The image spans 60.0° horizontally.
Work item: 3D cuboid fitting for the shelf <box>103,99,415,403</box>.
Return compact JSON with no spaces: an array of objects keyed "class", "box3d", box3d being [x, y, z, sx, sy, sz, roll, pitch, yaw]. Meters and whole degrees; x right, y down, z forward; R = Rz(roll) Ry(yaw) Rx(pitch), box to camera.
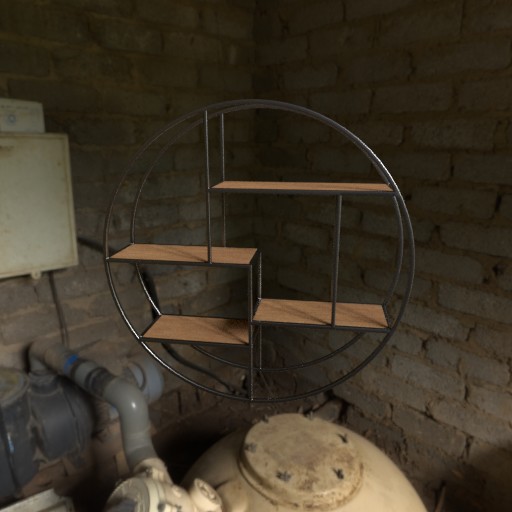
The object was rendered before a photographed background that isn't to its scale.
[{"class":"shelf","box3d":[0.000,0.000,1.347,0.888,0.888,0.202,2,16,8]}]
